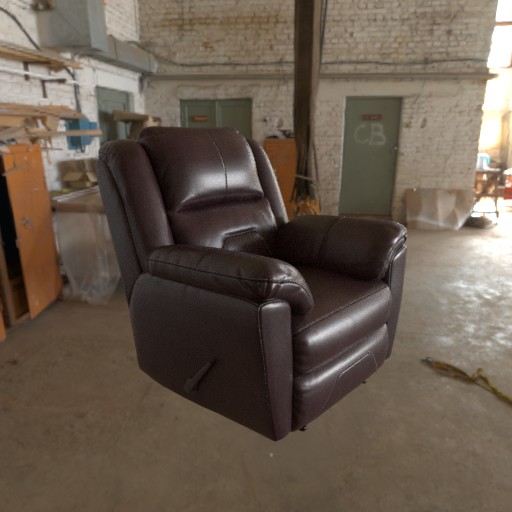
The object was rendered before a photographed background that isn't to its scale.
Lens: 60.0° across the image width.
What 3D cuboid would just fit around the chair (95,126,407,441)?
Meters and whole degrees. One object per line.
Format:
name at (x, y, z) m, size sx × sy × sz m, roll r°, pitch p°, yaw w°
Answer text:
chair at (0.000, 0.000, 1.940) m, size 1.041 × 1.093 × 0.990 m, roll 14°, pitch 21°, yaw 41°
